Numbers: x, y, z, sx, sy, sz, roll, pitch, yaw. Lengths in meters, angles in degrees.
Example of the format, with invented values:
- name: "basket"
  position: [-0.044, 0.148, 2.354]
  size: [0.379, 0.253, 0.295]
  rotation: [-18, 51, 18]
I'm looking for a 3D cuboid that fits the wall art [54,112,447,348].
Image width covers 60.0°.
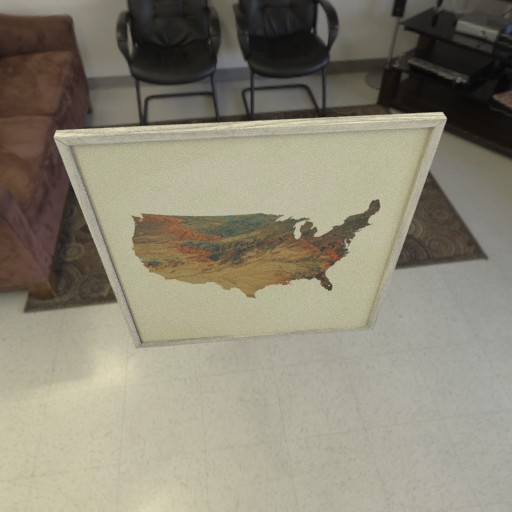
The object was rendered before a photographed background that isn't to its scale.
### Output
- name: "wall art"
  position: [0.000, 0.000, 0.761]
  size: [0.508, 0.507, 0.016]
  rotation: [-4, 48, -3]
